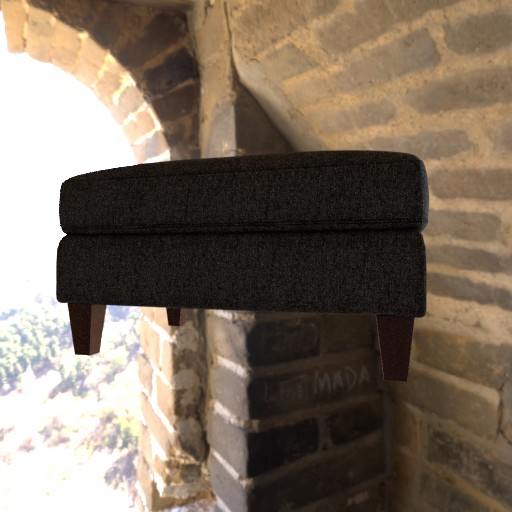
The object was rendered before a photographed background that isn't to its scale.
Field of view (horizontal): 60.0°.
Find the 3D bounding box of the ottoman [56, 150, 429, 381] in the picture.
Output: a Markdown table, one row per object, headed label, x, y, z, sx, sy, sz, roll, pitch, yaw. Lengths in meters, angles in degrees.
| label | x | y | z | sx | sy | sz | roll | pitch | yaw |
| --- | --- | --- | --- | --- | --- | --- | --- | --- | --- |
| ottoman | 0.000 | 0.000 | 1.209 | 0.864 | 0.483 | 0.584 | 0 | 0 | 17 |
